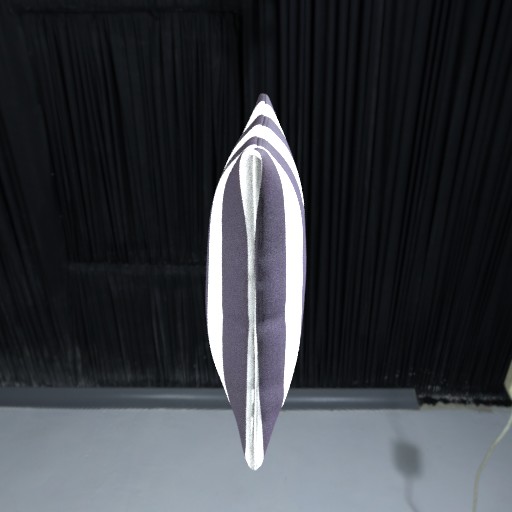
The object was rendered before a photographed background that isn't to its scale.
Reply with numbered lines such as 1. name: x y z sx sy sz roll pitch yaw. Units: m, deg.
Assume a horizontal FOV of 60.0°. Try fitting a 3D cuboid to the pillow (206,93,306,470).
1. pillow: 0.000 0.000 0.847 0.189 0.526 0.536 1 27 1
